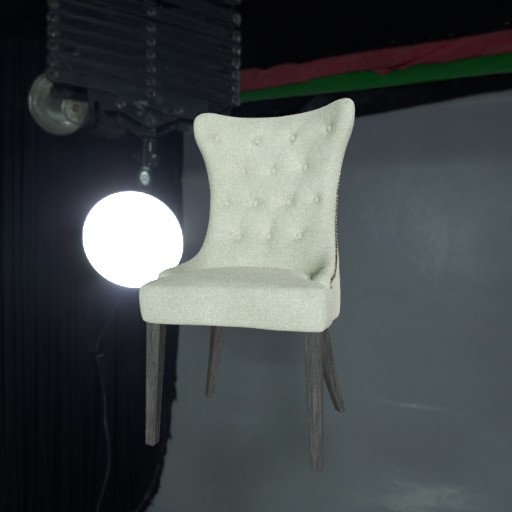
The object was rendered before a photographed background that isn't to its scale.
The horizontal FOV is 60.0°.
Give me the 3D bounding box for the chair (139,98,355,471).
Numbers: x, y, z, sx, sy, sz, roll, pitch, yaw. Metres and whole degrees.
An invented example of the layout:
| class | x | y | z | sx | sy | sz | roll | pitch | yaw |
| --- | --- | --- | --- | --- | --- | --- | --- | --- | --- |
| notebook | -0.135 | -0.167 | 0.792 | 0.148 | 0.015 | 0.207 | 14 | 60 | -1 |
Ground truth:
| class | x | y | z | sx | sy | sz | roll | pitch | yaw |
| --- | --- | --- | --- | --- | --- | --- | --- | --- | --- |
| chair | 0.000 | 0.000 | 1.411 | 0.584 | 1.065 | 0.590 | 0 | 0 | 18 |
